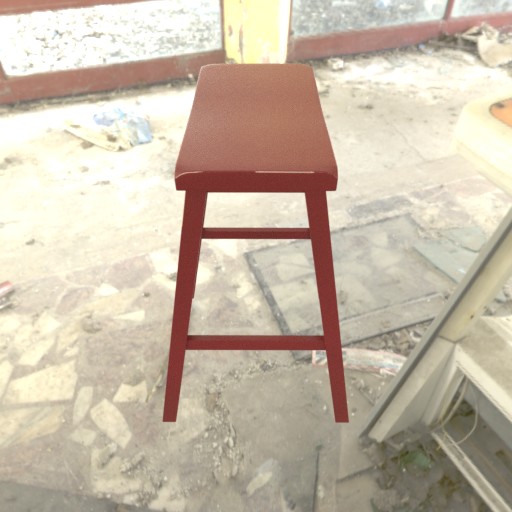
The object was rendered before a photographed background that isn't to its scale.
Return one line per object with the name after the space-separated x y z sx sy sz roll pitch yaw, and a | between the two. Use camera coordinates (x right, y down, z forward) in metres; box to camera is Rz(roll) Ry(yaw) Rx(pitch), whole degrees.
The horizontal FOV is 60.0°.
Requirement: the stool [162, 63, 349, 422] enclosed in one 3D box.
0.000 0.000 1.053 0.476 0.737 0.457 0 42 0 | stool
